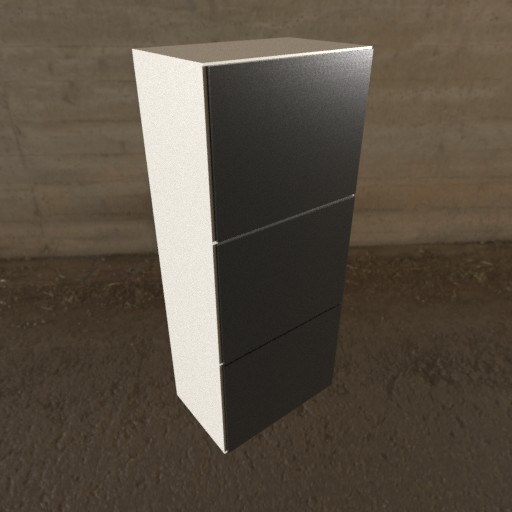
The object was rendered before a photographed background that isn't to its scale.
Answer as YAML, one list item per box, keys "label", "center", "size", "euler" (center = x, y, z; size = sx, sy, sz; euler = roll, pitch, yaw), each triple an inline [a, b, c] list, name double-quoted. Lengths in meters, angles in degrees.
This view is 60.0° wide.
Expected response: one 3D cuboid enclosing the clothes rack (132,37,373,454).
- label: "clothes rack"
  center: [0.000, 0.000, 1.388]
  size: [0.500, 1.187, 0.330]
  euler: [-22, 37, -32]
